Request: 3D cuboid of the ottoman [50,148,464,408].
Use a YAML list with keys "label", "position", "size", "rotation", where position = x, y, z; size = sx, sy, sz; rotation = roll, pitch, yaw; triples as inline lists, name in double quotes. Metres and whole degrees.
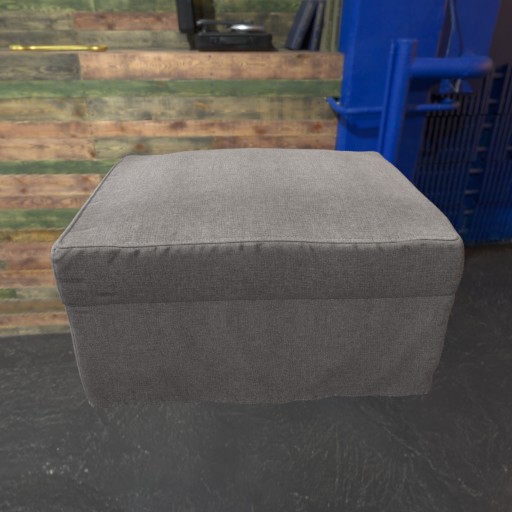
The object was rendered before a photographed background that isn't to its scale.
- label: "ottoman"
  position: [0.000, 0.000, 1.220]
  size: [0.833, 0.492, 0.652]
  rotation: [-1, 29, -3]
